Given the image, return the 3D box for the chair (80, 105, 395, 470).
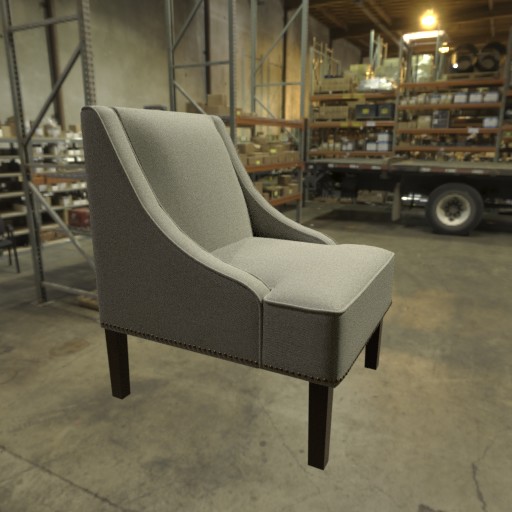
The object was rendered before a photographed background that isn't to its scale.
[{"bbox_3d":[0.000,0.000,1.373,0.748,0.872,0.628,8,17,27],"label":"chair"}]
